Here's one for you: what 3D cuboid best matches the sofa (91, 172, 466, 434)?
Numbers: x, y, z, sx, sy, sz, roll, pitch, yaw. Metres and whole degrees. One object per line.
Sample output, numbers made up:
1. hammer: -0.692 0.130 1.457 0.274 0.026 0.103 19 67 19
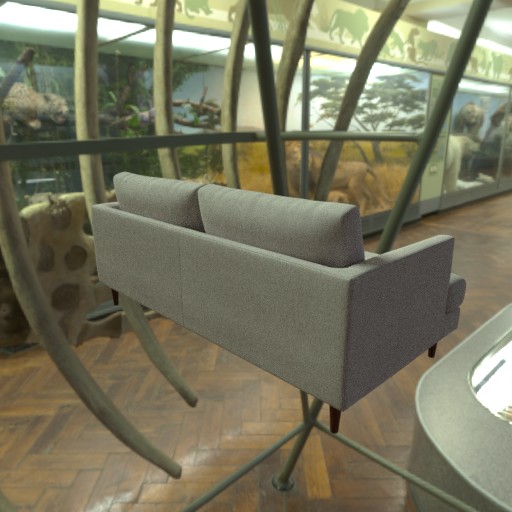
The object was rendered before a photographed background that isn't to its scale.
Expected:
1. sofa: 0.000 0.000 2.494 1.020 0.868 1.948 -15 22 -42
